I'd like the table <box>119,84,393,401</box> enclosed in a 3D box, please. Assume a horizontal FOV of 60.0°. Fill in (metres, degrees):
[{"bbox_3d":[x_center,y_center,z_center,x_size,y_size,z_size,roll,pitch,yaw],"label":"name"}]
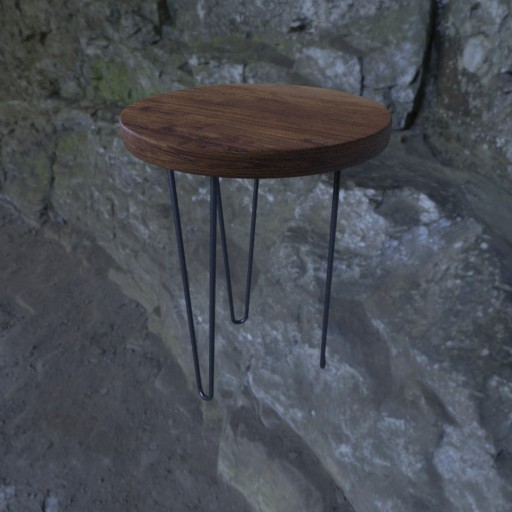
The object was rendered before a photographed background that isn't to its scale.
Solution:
[{"bbox_3d":[0.000,0.000,0.803,0.400,0.520,0.400,0,31,0],"label":"table"}]
